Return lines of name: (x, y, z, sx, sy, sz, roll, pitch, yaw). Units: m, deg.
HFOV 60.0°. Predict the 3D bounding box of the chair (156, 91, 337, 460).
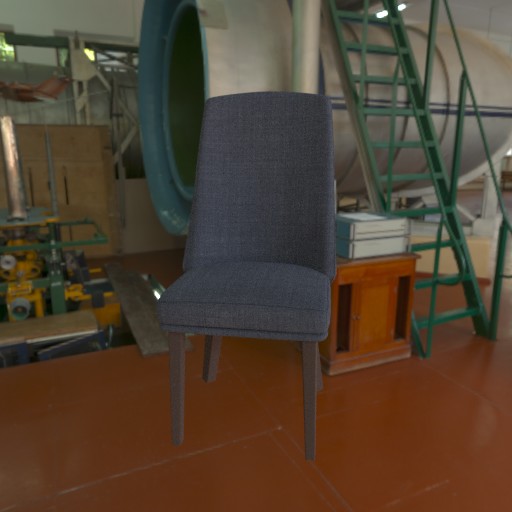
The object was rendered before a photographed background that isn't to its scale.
chair: (0.000, 0.000, 1.408, 0.510, 1.050, 0.577, 2, 14, 9)
